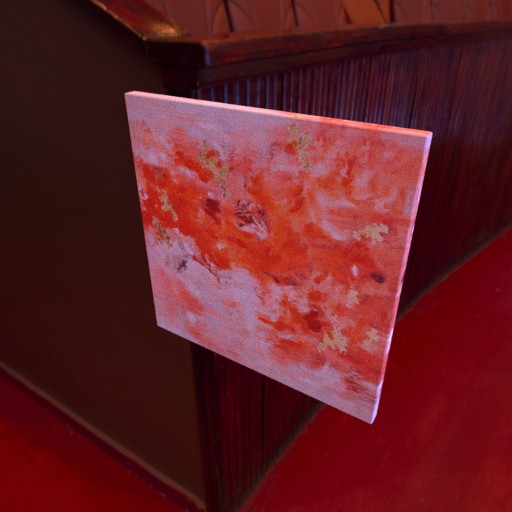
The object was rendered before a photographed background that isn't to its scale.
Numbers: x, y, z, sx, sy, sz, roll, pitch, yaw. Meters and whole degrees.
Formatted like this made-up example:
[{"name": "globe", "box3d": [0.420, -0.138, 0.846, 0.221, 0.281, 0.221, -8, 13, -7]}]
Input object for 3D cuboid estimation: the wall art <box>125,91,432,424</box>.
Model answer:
[{"name": "wall art", "box3d": [0.000, 0.000, 1.152, 0.747, 0.746, 0.064, 18, 35, 28]}]
